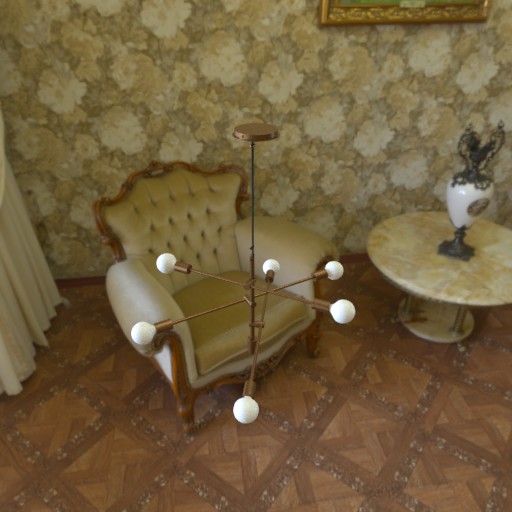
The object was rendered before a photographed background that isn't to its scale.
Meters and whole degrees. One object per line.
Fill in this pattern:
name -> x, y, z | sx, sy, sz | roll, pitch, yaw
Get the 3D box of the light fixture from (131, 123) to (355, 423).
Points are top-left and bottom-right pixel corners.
light fixture -> 0.000, 0.000, 1.309 | 0.637, 0.744, 0.682 | 21, 37, 30
